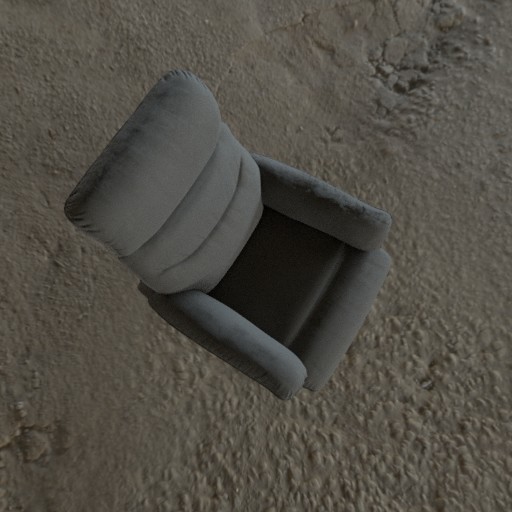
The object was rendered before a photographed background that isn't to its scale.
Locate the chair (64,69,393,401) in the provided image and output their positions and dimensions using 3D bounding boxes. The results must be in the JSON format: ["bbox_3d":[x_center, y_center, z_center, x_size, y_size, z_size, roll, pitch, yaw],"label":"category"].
[{"bbox_3d":[0.000,0.000,1.747,1.004,1.037,0.820,31,77,8],"label":"chair"}]
